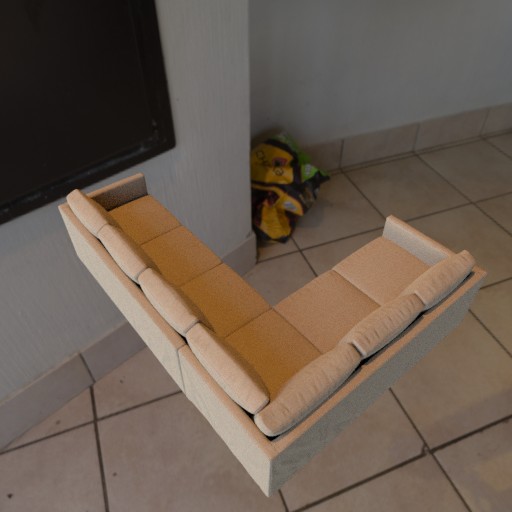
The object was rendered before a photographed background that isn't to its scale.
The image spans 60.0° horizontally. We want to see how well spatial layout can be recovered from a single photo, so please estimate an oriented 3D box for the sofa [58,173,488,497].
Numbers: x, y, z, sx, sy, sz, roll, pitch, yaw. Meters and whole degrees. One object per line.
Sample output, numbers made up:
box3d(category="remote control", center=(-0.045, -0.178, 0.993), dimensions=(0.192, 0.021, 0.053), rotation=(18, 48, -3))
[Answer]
box3d(category="sofa", center=(0.000, 0.000, 4.192), dimensions=(2.432, 0.871, 3.182), rotation=(-30, 52, -27))
